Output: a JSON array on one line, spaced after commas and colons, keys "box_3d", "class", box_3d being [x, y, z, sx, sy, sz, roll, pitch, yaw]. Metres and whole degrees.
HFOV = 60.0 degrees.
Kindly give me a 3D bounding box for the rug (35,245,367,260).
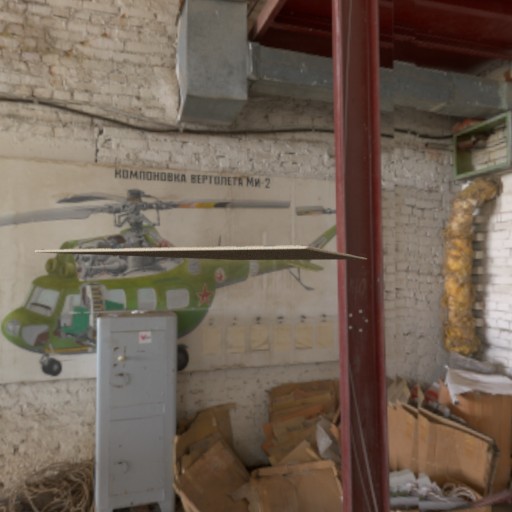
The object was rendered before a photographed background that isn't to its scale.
[{"box_3d": [0.000, 0.000, 1.436, 0.605, 0.007, 1.220, 0, -1, 19], "class": "rug"}]
